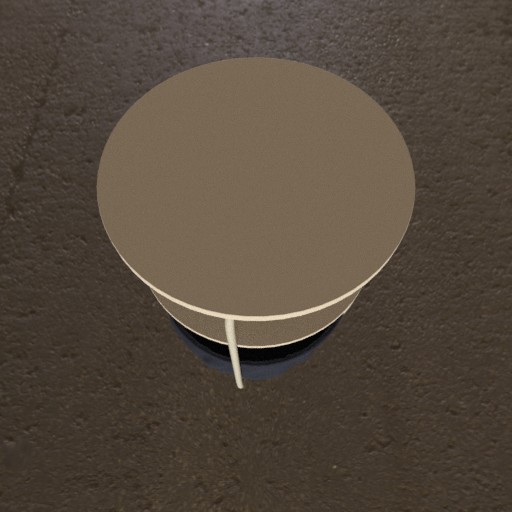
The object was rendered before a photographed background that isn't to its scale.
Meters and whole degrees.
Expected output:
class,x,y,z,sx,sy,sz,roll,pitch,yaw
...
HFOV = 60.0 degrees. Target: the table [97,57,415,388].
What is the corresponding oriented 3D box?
class,x,y,z,sx,sy,sz,roll,pitch,yaw
table,0.000,0.000,0.827,0.418,0.532,0.418,-33,68,-15
